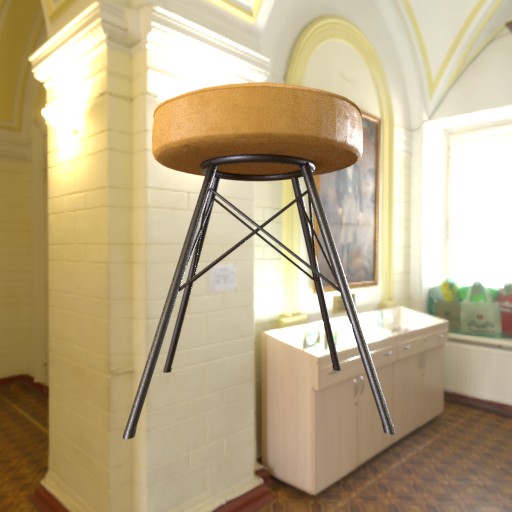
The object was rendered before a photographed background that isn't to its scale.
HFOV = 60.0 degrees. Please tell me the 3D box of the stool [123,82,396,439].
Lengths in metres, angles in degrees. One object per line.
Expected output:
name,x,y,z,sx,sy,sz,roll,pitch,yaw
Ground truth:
stool,0.000,0.000,0.934,0.472,0.595,0.438,0,1,0
